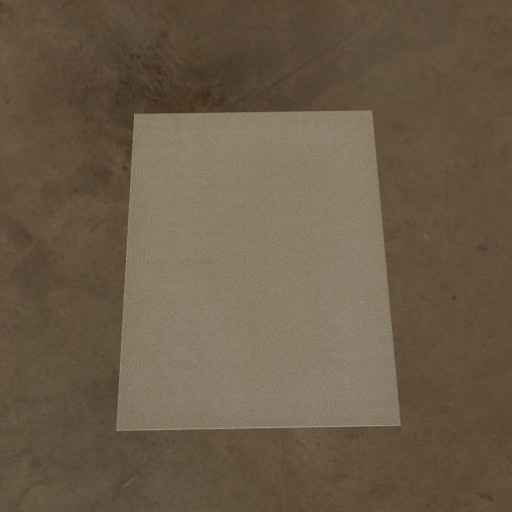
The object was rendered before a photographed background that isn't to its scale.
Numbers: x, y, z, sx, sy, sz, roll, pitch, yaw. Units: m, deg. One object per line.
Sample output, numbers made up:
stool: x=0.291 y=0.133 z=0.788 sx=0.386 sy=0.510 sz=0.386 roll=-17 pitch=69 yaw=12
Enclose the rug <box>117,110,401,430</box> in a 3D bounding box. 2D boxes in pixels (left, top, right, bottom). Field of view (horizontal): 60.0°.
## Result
rug: x=0.000 y=0.000 z=3.543 sx=2.073 sy=0.011 sz=2.584 roll=-1 pitch=76 yaw=0
